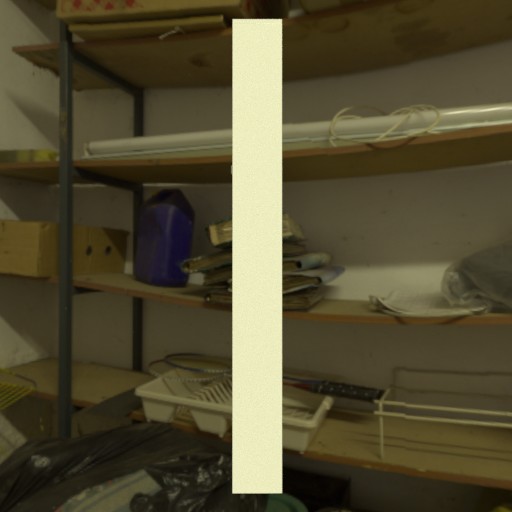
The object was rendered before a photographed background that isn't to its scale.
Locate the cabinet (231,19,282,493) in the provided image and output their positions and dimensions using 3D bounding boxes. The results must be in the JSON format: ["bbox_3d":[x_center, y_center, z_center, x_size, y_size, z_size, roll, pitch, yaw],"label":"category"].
[{"bbox_3d":[0.000,0.000,1.976,0.192,1.770,0.643,0,0,0],"label":"cabinet"}]
